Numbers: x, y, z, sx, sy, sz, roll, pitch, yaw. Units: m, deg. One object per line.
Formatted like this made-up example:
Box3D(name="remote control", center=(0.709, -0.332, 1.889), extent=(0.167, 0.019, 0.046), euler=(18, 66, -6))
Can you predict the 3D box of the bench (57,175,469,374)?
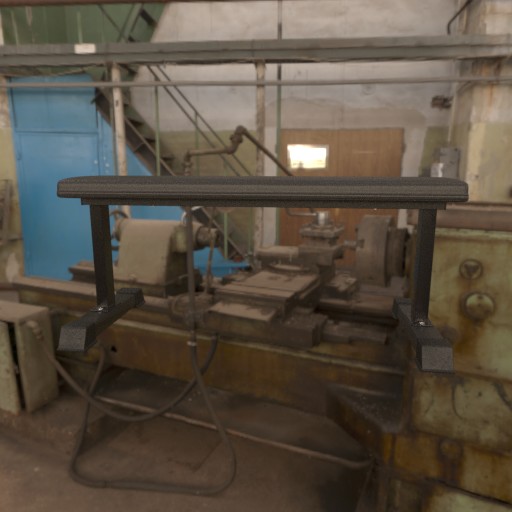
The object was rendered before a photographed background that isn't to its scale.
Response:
Box3D(name="bench", center=(0.000, 0.000, 1.281), extent=(1.072, 0.453, 0.439), euler=(2, 12, 7))
